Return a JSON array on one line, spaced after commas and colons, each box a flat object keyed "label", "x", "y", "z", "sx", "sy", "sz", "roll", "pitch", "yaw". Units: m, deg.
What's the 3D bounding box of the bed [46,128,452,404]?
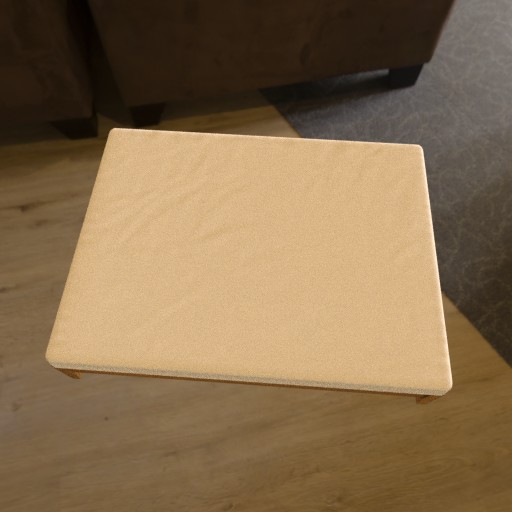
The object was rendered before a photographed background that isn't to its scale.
[{"label": "bed", "x": 0.000, "y": 0.000, "z": 2.678, "sx": 2.016, "sy": 0.431, "sz": 1.536, "roll": 4, "pitch": 63, "yaw": 2}]
